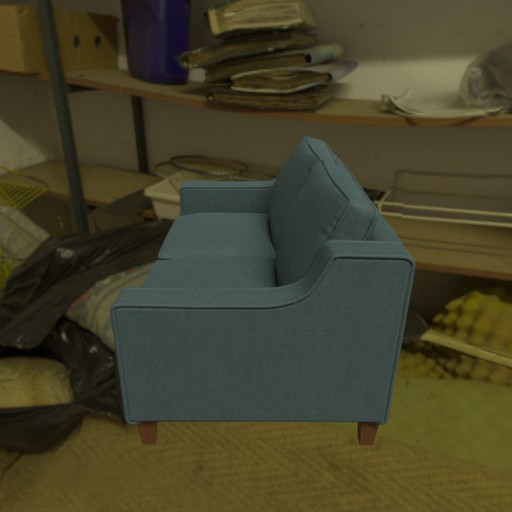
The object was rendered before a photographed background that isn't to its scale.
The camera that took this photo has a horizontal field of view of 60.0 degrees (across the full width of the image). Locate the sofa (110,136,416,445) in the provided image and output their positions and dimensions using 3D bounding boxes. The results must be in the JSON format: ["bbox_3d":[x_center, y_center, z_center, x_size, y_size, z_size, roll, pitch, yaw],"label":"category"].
[{"bbox_3d":[0.000,0.000,2.166,0.987,0.971,1.501,0,25,0],"label":"sofa"}]
